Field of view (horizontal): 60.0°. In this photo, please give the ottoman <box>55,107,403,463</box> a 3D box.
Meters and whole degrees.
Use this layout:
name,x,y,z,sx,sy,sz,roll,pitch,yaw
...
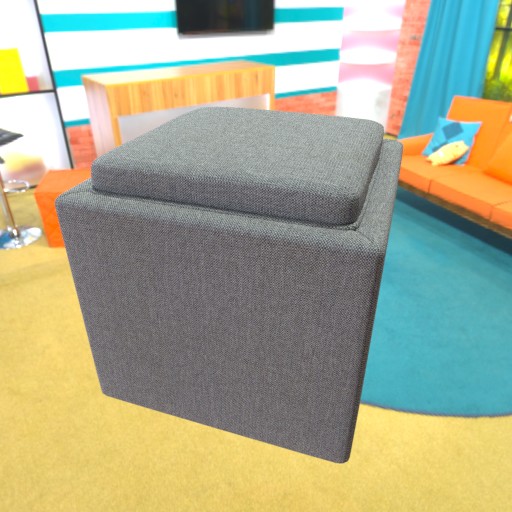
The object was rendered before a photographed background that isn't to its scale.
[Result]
name,x,y,z,sx,sy,sz,roll,pitch,yaw
ottoman,0.000,0.000,0.813,0.450,0.460,0.450,10,32,16
